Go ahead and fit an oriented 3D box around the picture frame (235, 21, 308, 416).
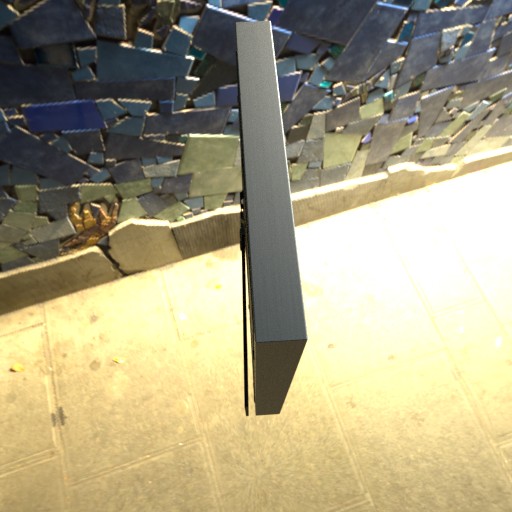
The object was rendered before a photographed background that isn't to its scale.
[{"bbox_3d":[0.000,0.000,0.390,0.036,0.282,0.233,-3,64,-2],"label":"picture frame"}]
